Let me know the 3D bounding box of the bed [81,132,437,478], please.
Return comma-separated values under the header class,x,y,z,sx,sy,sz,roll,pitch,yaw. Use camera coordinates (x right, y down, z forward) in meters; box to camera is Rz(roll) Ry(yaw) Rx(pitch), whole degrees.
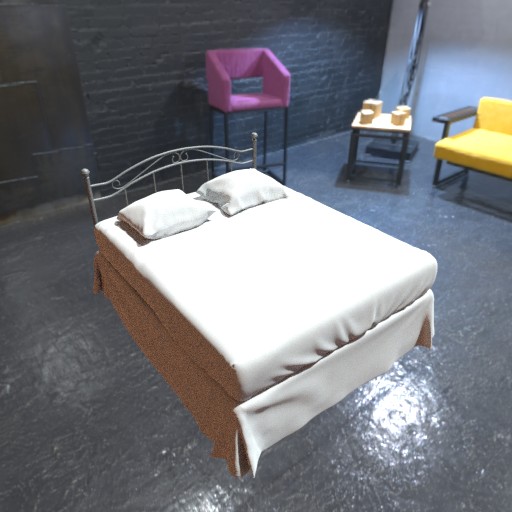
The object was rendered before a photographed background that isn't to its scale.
class,x,y,z,sx,sy,sz,roll,pitch,yaw
bed,0.000,0.000,3.267,1.936,1.080,2.215,-22,37,-31
